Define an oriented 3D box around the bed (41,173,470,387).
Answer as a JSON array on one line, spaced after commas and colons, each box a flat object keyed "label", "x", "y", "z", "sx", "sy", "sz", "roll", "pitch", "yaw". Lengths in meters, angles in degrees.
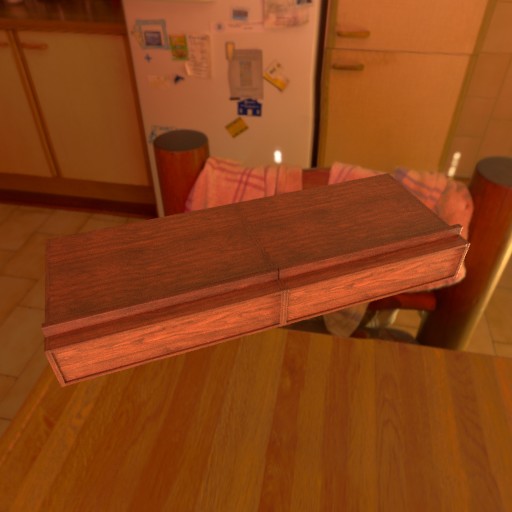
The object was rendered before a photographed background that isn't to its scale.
[{"label": "bed", "x": 0.000, "y": 0.000, "z": 2.370, "sx": 2.057, "sy": 0.326, "sz": 0.787, "roll": -13, "pitch": 42, "yaw": -15}]
